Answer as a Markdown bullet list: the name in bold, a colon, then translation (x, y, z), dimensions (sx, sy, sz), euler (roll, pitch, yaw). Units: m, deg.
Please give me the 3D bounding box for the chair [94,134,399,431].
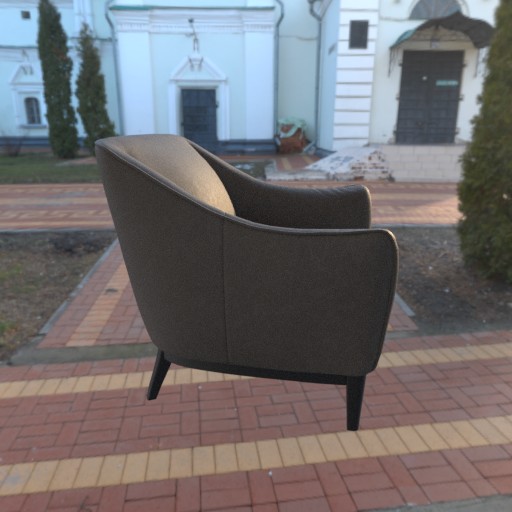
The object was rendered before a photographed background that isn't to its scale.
- **chair**: translation (0.000, 0.000, 1.571), dimensions (0.852, 0.830, 0.871), euler (3, 17, 9)
